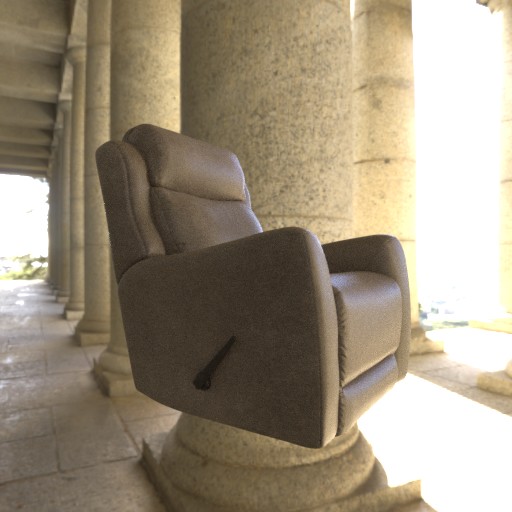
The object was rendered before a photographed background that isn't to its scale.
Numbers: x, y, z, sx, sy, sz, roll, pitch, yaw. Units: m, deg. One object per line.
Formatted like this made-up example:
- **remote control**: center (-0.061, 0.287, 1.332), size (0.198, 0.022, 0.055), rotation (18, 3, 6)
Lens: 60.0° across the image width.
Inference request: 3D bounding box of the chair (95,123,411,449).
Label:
- **chair**: center (0.000, 0.000, 1.872), size (1.068, 1.116, 0.967), rotation (0, 0, 34)
